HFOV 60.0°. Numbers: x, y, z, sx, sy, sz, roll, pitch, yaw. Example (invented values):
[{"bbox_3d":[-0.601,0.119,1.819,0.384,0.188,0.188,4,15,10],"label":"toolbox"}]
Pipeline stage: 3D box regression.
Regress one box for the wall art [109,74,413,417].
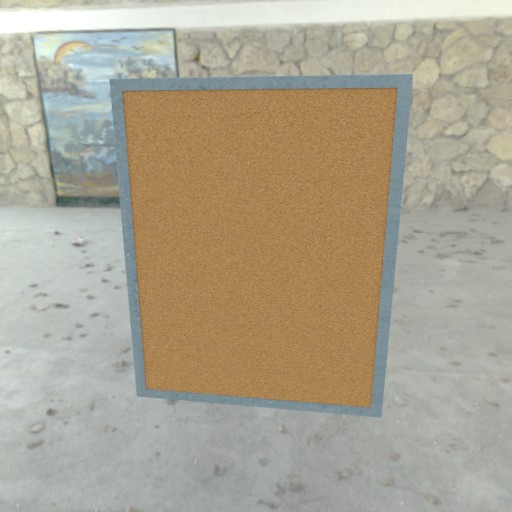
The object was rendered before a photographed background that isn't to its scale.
[{"bbox_3d":[0.000,0.000,0.679,0.409,0.509,0.037,2,16,8],"label":"wall art"}]
